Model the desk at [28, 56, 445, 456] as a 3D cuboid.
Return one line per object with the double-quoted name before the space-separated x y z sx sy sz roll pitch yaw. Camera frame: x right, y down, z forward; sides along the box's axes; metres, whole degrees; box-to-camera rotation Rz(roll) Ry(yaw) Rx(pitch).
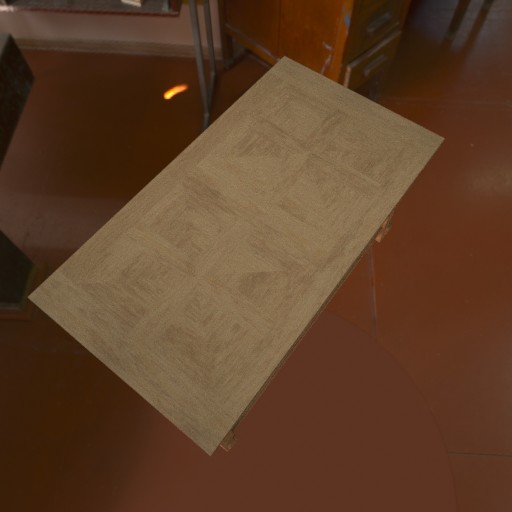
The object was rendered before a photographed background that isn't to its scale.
"desk" 0.000 0.000 2.006 0.813 0.762 1.499 34 68 16
